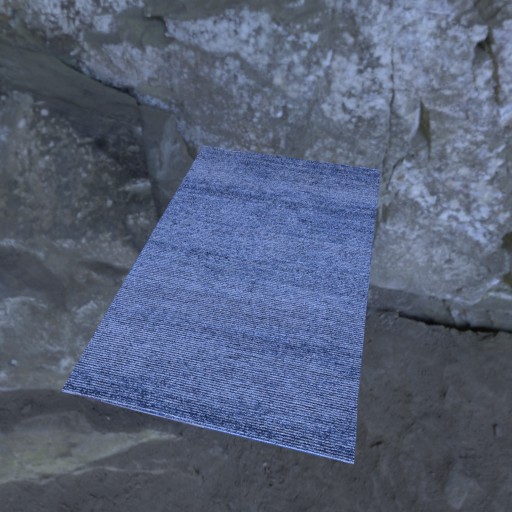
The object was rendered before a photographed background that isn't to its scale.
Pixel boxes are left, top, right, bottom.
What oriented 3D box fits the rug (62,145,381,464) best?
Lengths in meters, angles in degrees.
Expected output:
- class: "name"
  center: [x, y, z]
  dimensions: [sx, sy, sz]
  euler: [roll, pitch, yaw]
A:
- class: "rug"
  center: [0.000, 0.000, 2.255]
  dimensions: [1.159, 0.025, 1.793]
  euler: [10, 48, 9]
